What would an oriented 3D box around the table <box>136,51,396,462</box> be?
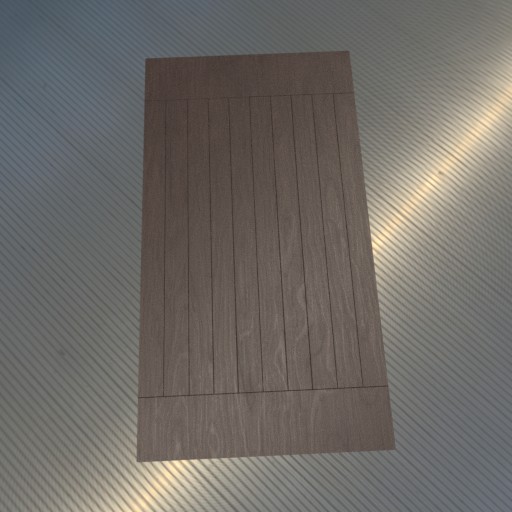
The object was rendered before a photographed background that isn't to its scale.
[{"bbox_3d":[0.000,0.000,1.371,0.600,0.494,1.062,-2,75,-1],"label":"table"}]
